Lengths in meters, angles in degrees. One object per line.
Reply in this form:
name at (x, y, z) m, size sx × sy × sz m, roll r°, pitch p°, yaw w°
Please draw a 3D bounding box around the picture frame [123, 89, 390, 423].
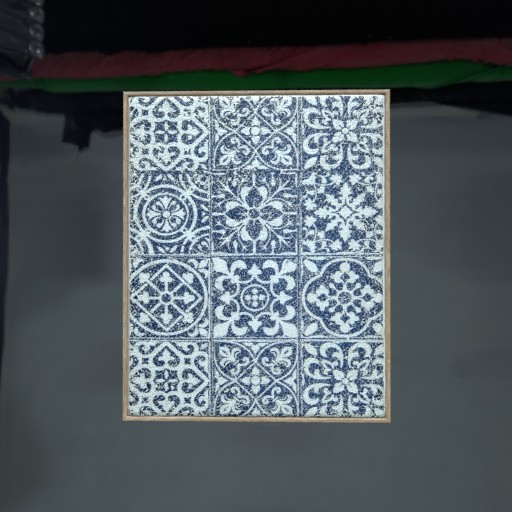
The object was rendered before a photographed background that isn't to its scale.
picture frame at (0.000, 0.000, 0.726) m, size 0.424 × 0.526 × 0.043 m, roll 0°, pitch 0°, yaw 1°
